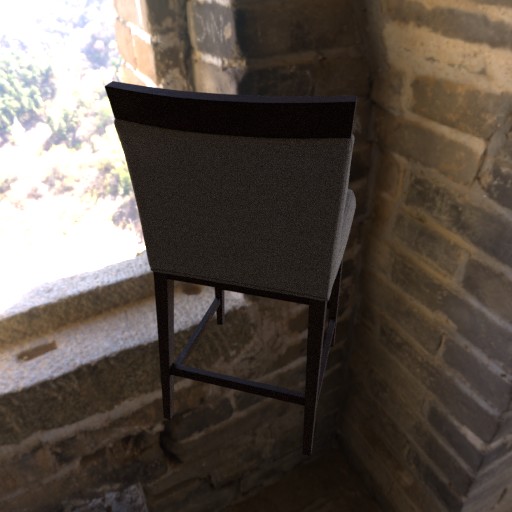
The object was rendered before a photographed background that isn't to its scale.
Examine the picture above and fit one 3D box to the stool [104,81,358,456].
[{"bbox_3d":[0.000,0.000,1.294,0.512,1.009,0.531,9,32,14],"label":"stool"}]
